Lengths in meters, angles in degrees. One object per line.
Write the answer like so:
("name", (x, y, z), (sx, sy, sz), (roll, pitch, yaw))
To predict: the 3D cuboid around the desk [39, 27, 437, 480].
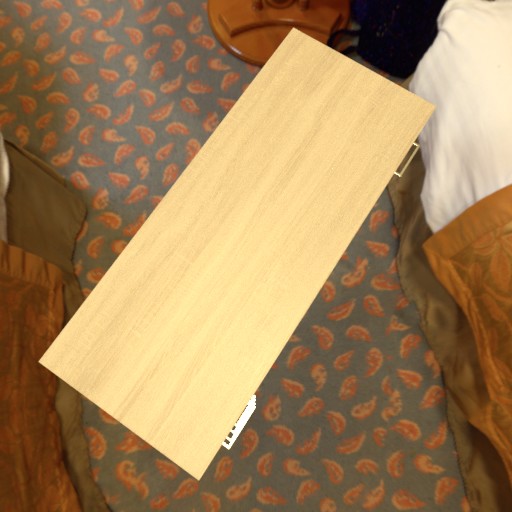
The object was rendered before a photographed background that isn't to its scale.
("desk", (0.000, 0.000, 1.747), (0.600, 0.740, 1.390), (33, 78, 8))
